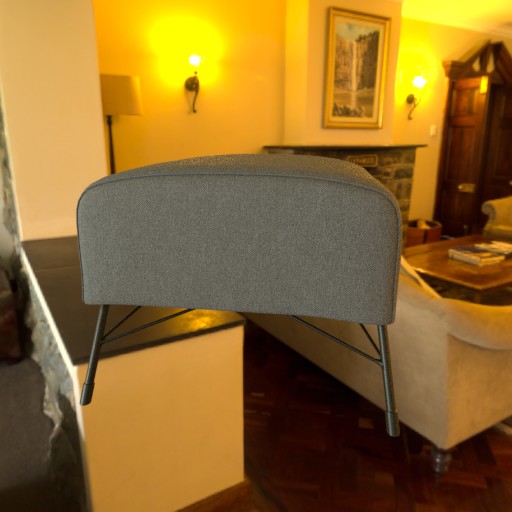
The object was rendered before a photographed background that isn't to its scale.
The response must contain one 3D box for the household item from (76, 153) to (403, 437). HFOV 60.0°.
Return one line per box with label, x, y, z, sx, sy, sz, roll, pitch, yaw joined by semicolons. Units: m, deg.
household item;0.000;0.000;0.914;0.530;0.410;0.530;2;15;9
